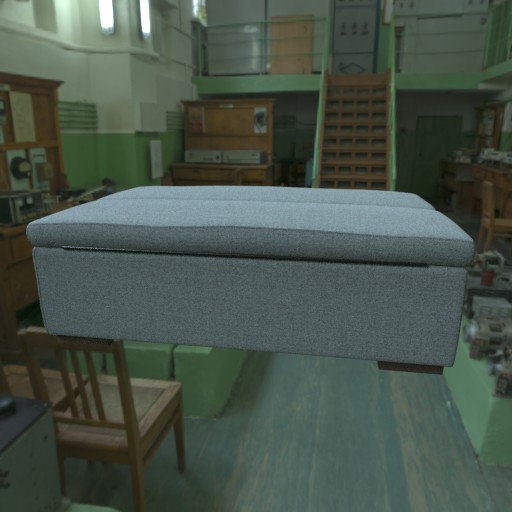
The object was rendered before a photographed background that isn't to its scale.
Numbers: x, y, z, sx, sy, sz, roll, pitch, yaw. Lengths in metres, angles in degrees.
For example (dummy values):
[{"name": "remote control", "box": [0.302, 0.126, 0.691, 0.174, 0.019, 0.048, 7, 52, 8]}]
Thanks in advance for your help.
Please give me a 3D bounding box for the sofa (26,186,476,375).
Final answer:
[{"name": "sofa", "box": [0.000, 0.000, 1.620, 1.250, 0.434, 0.817, 3, 17, 9]}]
